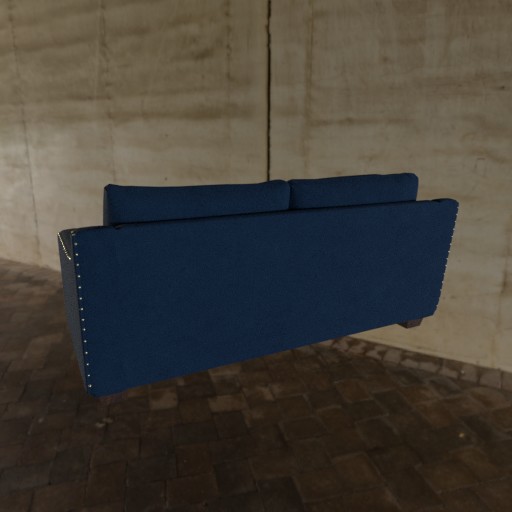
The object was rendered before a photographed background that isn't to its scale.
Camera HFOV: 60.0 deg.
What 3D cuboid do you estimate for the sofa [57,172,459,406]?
[{"bbox_3d":[0.000,0.000,2.665,2.107,0.983,1.104,-7,16,-26],"label":"sofa"}]
